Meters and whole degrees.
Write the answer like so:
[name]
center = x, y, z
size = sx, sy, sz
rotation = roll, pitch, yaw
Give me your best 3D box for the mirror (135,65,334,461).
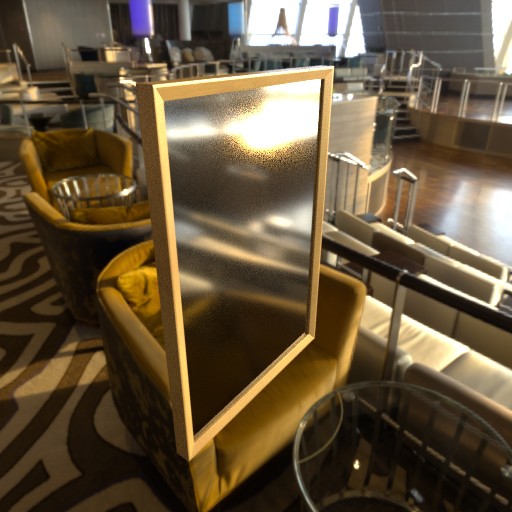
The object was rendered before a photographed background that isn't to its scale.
[mirror]
center = 0.000, 0.000, 0.927
size = 0.039, 0.710, 0.507
rotation = 18, 32, 32
